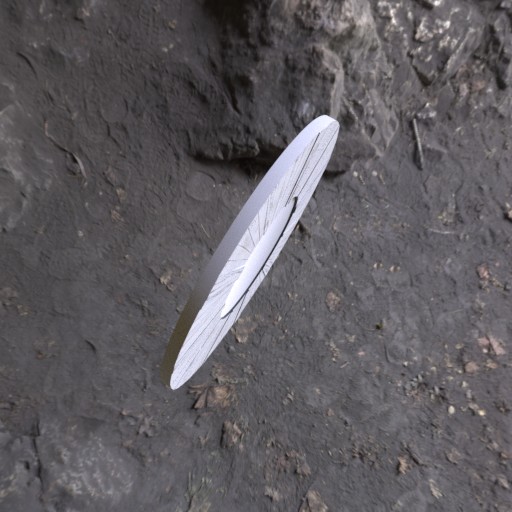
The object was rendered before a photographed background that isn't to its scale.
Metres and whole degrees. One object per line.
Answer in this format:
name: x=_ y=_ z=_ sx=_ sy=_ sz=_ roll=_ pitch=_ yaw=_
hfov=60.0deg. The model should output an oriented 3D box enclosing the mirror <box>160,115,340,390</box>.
mirror: x=0.000 y=0.000 z=1.366 sx=0.038 sy=0.914 sz=0.914 roll=32 pitch=78 yaw=8
